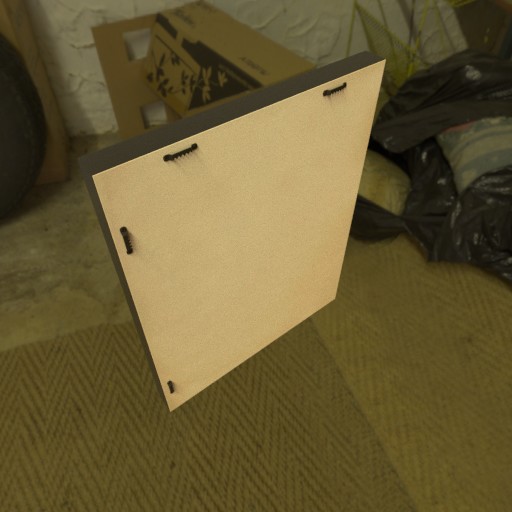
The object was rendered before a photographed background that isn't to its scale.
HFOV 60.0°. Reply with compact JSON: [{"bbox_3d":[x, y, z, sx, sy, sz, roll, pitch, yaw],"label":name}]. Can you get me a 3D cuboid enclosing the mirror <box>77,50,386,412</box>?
[{"bbox_3d":[0.000,0.000,0.685,0.406,0.509,0.041,-30,54,-25],"label":"mirror"}]
